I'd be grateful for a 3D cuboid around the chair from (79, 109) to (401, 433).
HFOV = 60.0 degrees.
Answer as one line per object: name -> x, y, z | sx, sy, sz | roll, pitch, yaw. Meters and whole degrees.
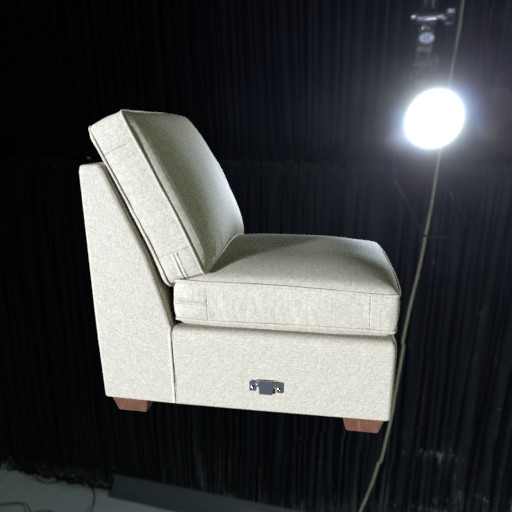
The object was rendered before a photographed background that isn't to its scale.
chair -> 0.000, 0.000, 1.705 | 1.020, 1.058, 0.674 | 2, 16, 8
